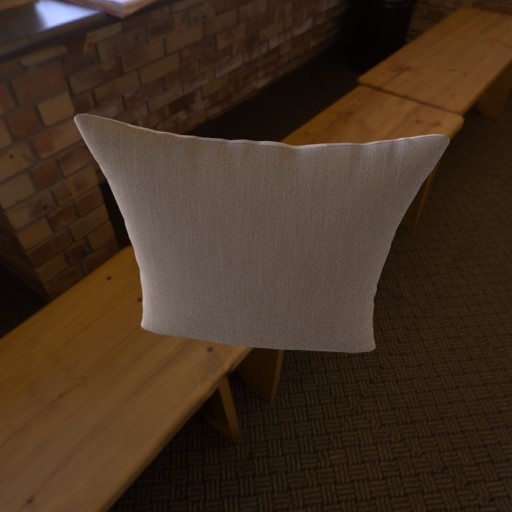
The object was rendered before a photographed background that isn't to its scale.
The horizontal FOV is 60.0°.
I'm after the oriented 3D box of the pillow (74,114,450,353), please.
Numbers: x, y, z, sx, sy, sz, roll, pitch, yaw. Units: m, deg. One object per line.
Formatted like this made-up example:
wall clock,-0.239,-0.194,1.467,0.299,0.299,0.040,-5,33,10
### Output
pillow,0.000,0.000,0.780,0.511,0.509,0.161,5,46,4
